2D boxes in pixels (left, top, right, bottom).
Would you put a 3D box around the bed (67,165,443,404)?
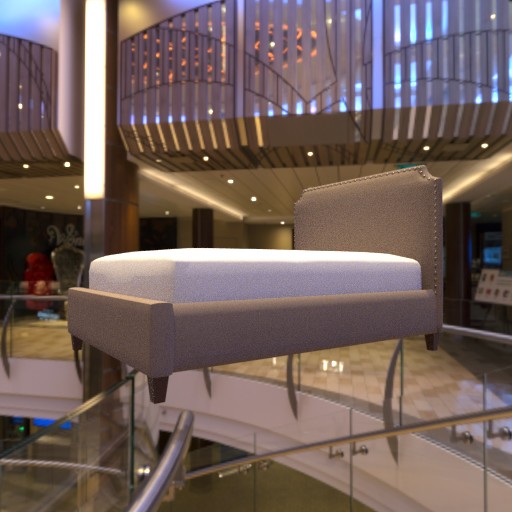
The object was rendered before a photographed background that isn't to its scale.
[{"bbox_3d":[0.000,0.000,3.415,2.372,1.443,1.713,1,-1,-35],"label":"bed"}]
